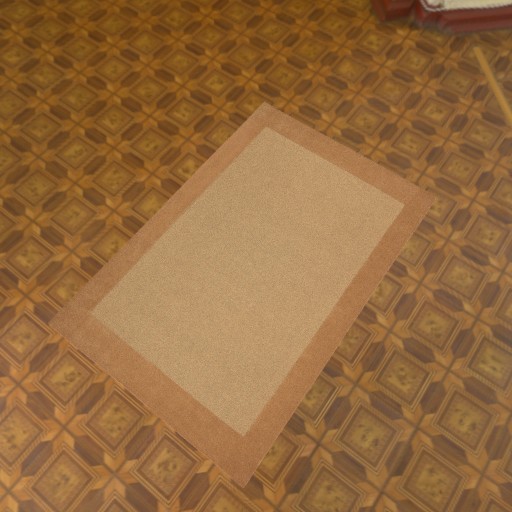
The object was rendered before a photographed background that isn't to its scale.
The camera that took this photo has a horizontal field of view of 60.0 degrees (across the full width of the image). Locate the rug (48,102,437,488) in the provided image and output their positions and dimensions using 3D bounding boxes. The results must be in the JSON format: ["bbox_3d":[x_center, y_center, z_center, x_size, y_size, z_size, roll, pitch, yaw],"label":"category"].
[{"bbox_3d":[0.000,0.000,2.363,1.219,0.014,1.829,34,69,15],"label":"rug"}]
